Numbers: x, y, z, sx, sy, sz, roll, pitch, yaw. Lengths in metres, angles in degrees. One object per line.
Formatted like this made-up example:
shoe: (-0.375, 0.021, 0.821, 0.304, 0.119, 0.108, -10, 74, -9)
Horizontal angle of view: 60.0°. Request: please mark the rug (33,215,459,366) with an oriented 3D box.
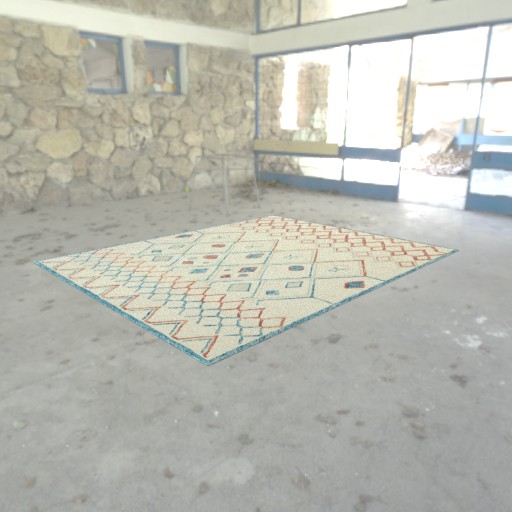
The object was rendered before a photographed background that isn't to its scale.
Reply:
rug: (0.000, 0.000, 4.048, 3.050, 0.016, 2.441, -15, 22, -42)
